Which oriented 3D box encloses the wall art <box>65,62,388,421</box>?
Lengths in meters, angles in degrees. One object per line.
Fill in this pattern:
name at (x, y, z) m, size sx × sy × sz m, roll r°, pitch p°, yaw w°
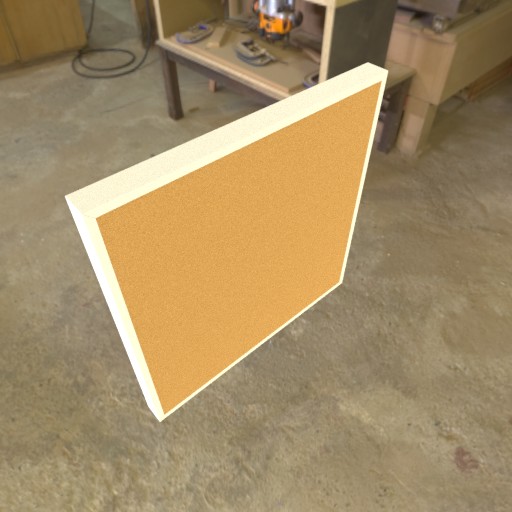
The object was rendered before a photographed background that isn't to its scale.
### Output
wall art at (0.000, 0.000, 0.763) m, size 0.509 × 0.509 × 0.040 m, roll -33°, pitch 55°, yaw -27°
